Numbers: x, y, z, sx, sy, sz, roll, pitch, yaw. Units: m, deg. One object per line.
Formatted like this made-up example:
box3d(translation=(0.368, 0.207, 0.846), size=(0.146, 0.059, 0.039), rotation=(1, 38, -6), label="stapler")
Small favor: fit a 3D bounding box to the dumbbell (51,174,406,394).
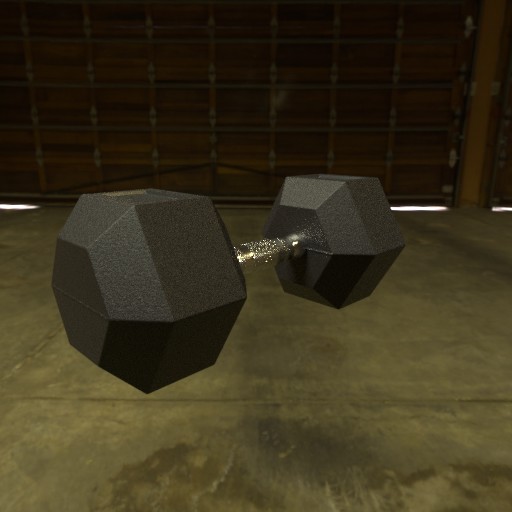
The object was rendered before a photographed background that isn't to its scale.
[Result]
box3d(translation=(0.000, 0.000, 0.469), size=(0.384, 0.150, 0.173), rotation=(-14, 20, -43), label="dumbbell")
